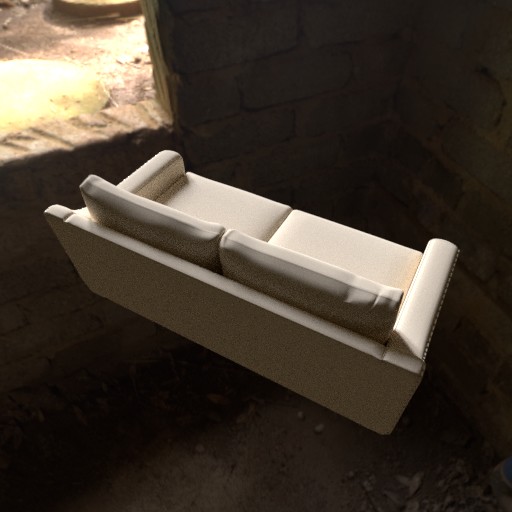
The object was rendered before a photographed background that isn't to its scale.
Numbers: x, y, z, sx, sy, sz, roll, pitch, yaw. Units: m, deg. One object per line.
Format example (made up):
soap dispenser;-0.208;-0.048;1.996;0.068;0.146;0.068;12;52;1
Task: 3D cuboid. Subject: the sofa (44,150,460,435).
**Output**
sofa;0.000;0.000;2.291;1.812;0.830;0.949;22;49;20
